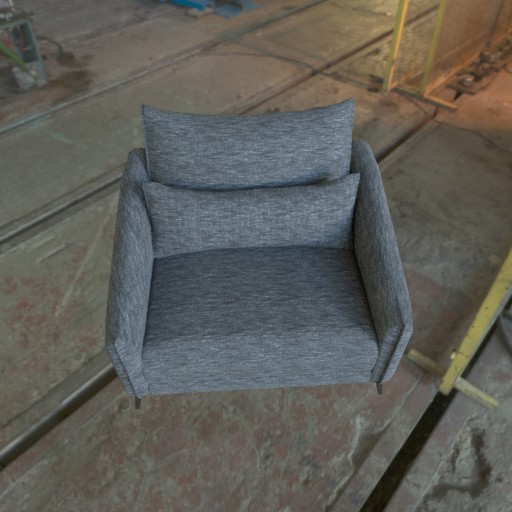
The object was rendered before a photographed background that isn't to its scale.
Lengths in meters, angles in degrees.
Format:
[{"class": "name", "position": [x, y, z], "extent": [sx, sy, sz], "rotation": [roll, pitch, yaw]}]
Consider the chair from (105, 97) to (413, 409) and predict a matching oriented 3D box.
[{"class": "chair", "position": [0.000, 0.000, 1.625], "extent": [1.004, 0.842, 0.805], "rotation": [-3, 46, -3]}]
